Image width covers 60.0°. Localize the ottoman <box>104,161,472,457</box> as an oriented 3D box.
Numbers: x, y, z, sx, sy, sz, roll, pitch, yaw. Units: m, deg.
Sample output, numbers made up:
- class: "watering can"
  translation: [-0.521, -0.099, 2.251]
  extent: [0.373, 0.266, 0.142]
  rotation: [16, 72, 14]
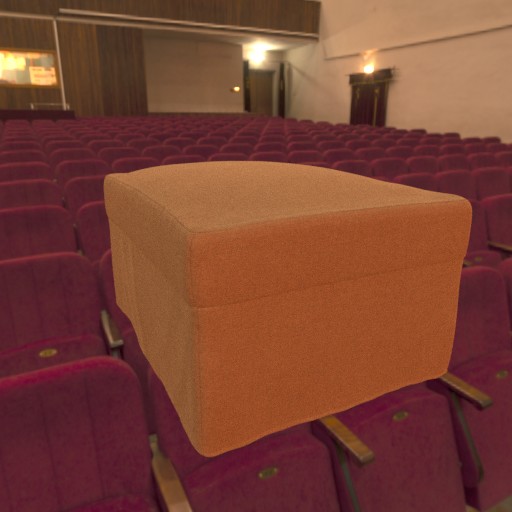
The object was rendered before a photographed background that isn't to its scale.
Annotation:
- class: "ottoman"
  translation: [0.000, 0.000, 1.209]
  extent: [0.650, 0.485, 0.833]
  rotation: [-9, 19, -26]
